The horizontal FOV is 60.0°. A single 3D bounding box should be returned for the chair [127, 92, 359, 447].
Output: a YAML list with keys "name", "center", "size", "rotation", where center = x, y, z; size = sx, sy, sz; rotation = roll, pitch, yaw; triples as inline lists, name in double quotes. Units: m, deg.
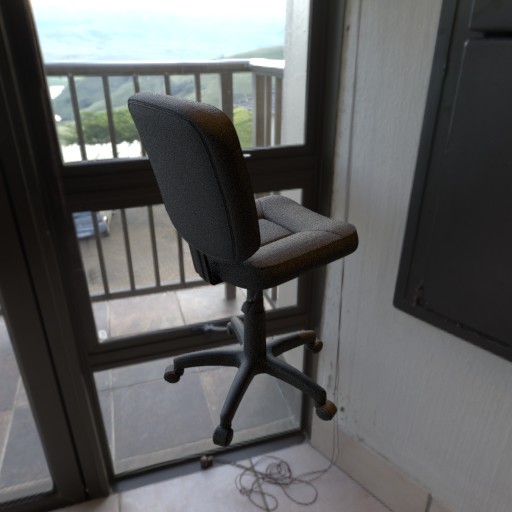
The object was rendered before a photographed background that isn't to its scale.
- name: "chair"
  center: [0.000, 0.000, 1.361]
  size: [0.610, 0.972, 0.610]
  rotation: [-17, 31, -31]
